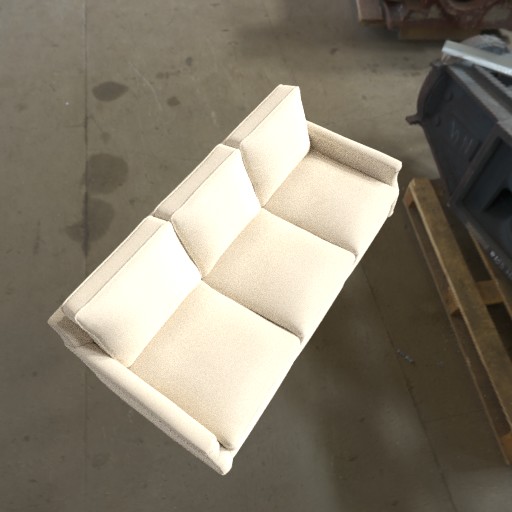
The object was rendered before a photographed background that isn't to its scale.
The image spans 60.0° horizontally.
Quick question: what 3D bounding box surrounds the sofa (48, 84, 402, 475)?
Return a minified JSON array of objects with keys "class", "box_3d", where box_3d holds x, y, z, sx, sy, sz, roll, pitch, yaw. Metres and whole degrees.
[{"class":"sofa","box_3d":[0.000,0.000,2.805,1.084,1.003,2.246,30,63,17]}]
